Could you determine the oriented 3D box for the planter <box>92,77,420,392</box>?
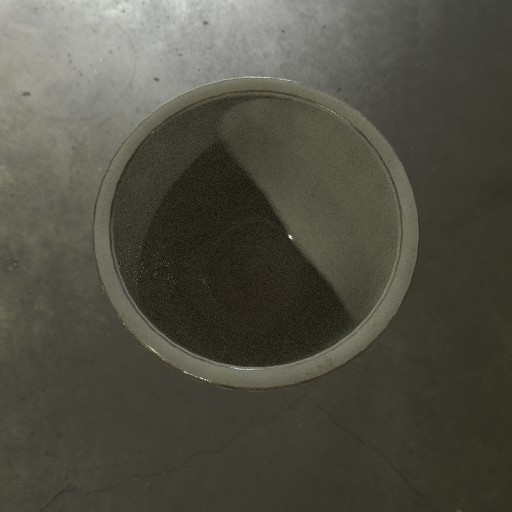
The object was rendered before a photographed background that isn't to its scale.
[{"bbox_3d":[0.000,0.000,0.247,0.139,0.130,0.139,0,76,0],"label":"planter"}]
